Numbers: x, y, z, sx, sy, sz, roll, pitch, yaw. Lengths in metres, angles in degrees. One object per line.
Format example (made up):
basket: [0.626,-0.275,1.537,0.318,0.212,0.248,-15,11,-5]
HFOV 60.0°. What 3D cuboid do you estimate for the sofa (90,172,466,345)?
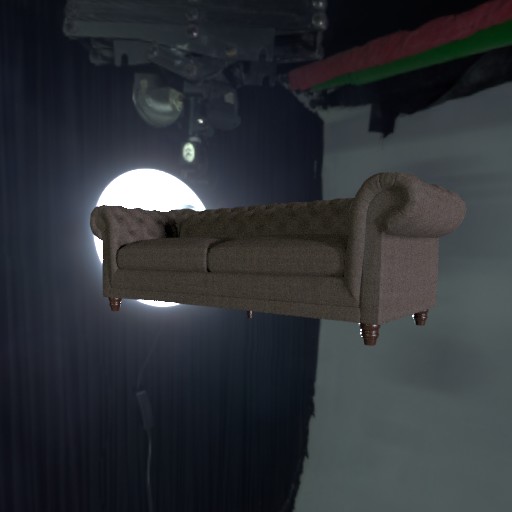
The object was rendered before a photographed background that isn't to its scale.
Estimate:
sofa: [0.000,0.000,2.869,2.385,0.787,0.944,0,0,38]
